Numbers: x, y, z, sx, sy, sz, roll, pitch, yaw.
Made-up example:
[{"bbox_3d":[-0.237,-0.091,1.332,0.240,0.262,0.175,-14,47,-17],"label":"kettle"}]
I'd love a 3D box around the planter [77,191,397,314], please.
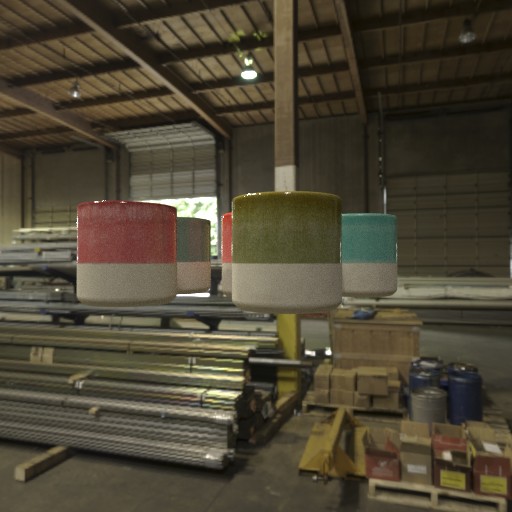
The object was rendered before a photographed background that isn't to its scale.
[{"bbox_3d":[0.000,0.000,0.422,0.257,0.075,0.286,0,-1,17],"label":"planter"}]
